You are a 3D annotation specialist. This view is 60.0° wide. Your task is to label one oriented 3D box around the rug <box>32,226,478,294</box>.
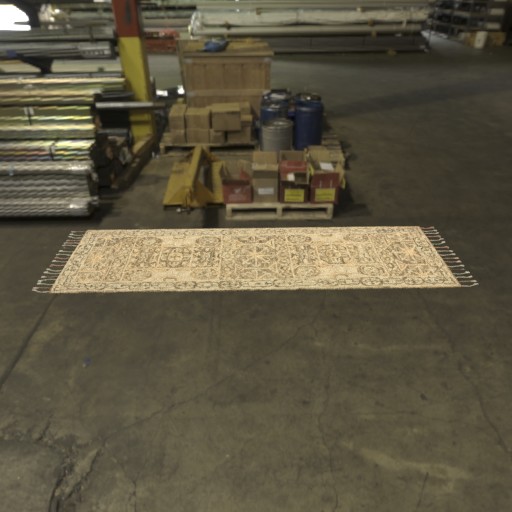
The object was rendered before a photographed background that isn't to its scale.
[{"bbox_3d":[0.000,0.000,2.936,2.664,0.011,0.762,-1,32,-1],"label":"rug"}]
